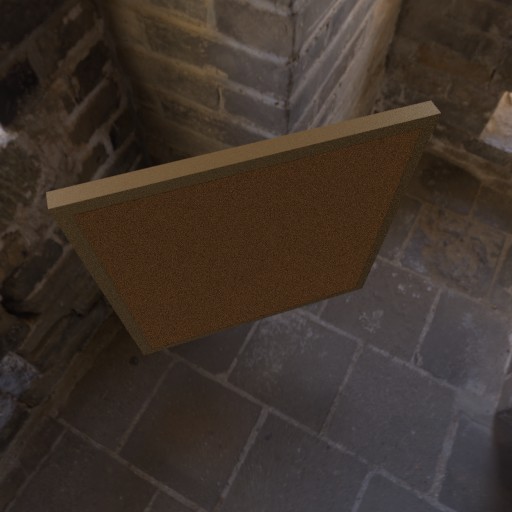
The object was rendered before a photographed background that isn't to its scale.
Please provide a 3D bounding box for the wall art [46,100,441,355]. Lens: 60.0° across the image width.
[{"bbox_3d":[0.000,0.000,2.920,1.926,1.926,0.099,-16,60,-9],"label":"wall art"}]
